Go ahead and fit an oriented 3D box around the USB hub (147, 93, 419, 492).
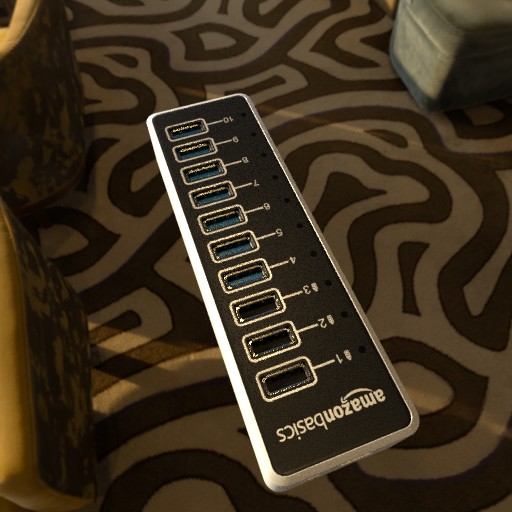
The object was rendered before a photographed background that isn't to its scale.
[{"bbox_3d":[0.000,0.000,0.159,0.044,0.023,0.145,-17,60,-10],"label":"USB hub"}]
